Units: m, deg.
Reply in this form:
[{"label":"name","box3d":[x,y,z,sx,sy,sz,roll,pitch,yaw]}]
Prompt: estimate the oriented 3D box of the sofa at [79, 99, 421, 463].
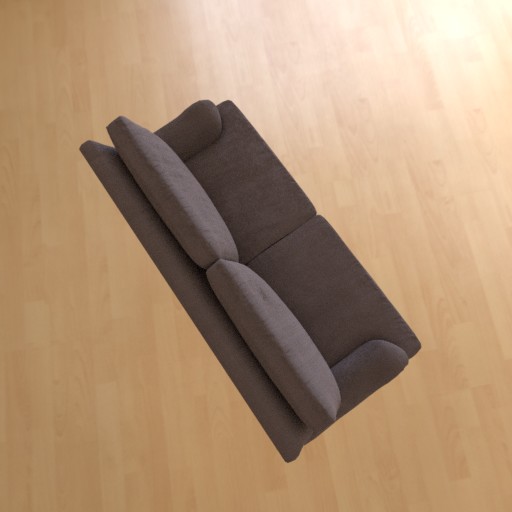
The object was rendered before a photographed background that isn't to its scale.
[{"label":"sofa","box3d":[0.000,0.000,2.867,1.086,1.087,2.165,-34,78,-8]}]
